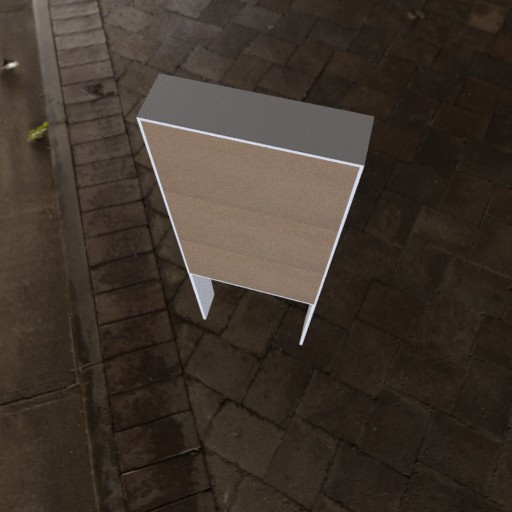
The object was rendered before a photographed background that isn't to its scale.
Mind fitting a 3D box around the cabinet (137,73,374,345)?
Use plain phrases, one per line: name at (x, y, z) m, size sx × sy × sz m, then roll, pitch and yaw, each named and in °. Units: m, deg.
cabinet at (0.000, 0.000, 2.036) m, size 0.643 × 1.770 × 0.192 m, roll 14°, pitch 64°, yaw 7°
